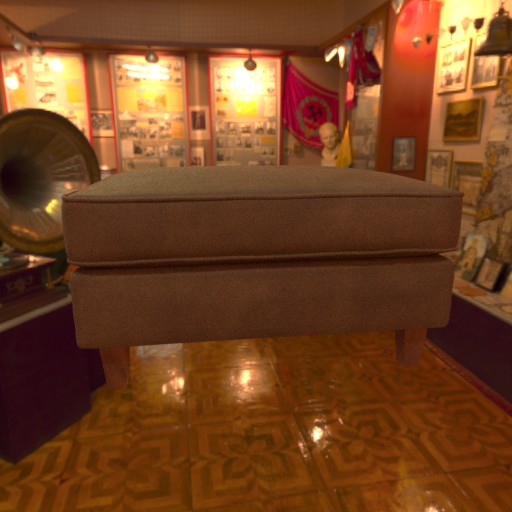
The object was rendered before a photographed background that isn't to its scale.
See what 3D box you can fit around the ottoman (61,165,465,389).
[{"bbox_3d":[0.000,0.000,1.213,0.860,0.481,0.596,-2,15,-8],"label":"ottoman"}]
